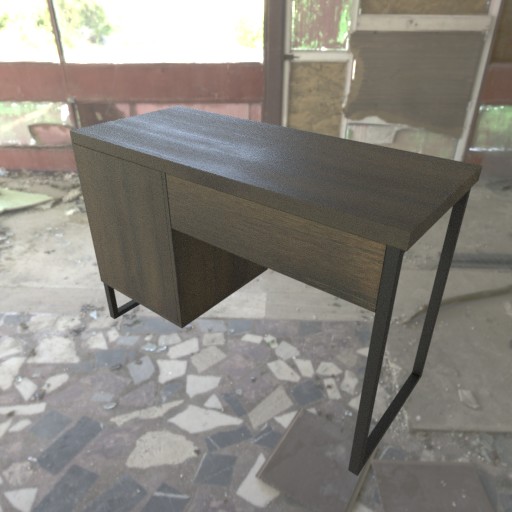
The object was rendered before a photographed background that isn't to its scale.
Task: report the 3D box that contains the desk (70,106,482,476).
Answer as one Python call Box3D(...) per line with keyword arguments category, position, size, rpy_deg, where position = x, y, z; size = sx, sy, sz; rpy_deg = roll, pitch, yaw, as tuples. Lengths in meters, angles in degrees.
Box3D(category="desk", position=(0.000, 0.000, 1.484), size=(1.134, 0.752, 0.511), rpy_deg=(22, 37, 32))
